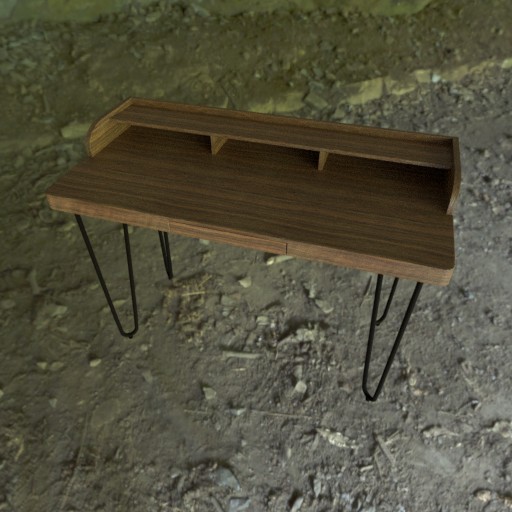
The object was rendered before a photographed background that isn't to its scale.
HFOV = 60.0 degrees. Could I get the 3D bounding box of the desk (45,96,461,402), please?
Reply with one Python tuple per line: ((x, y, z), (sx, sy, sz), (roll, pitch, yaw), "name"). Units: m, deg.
((0.000, 0.000, 1.639), (1.200, 0.854, 0.565), (11, 42, 13), "desk")
